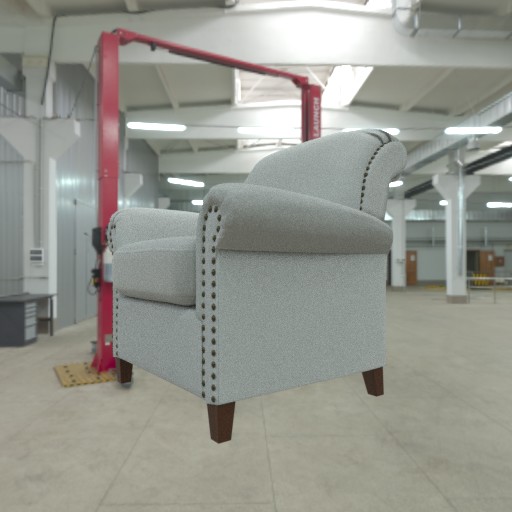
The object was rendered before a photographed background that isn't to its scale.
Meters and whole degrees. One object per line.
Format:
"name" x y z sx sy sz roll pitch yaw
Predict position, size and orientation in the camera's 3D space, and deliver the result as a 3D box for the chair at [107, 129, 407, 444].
"chair" 0.000 0.000 1.593 0.890 0.927 0.854 0 -1 -37
